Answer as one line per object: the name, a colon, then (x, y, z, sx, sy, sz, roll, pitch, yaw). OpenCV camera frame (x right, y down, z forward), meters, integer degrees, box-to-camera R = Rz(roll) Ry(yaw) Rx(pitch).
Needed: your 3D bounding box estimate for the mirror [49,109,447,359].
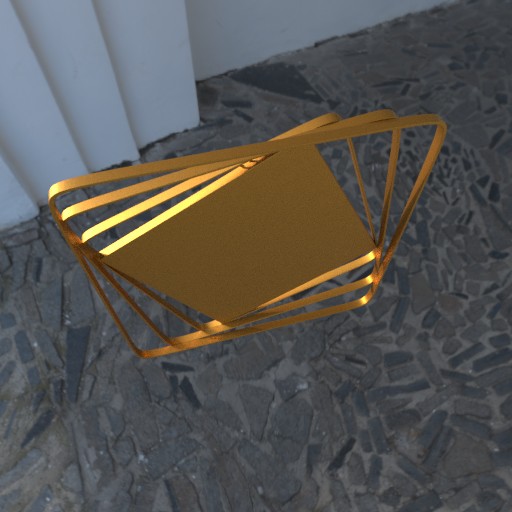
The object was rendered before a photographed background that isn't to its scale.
mirror: (0.000, 0.000, 0.682, 0.470, 0.468, 0.045, -12, 57, -8)
